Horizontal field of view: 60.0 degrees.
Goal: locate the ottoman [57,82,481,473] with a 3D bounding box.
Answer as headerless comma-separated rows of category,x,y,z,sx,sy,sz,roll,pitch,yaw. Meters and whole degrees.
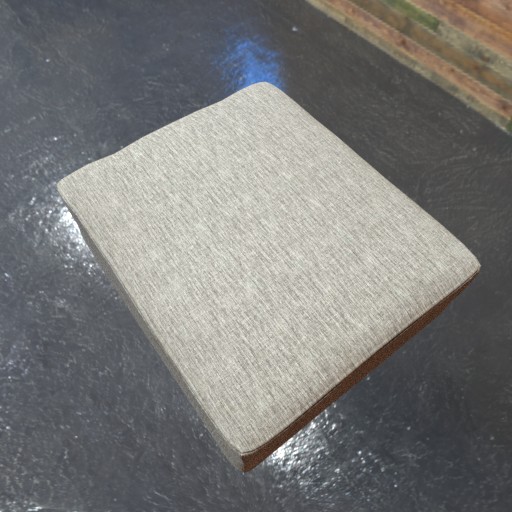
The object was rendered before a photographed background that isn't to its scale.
ottoman,0.000,0.000,1.436,0.839,0.492,0.994,-33,64,-18
